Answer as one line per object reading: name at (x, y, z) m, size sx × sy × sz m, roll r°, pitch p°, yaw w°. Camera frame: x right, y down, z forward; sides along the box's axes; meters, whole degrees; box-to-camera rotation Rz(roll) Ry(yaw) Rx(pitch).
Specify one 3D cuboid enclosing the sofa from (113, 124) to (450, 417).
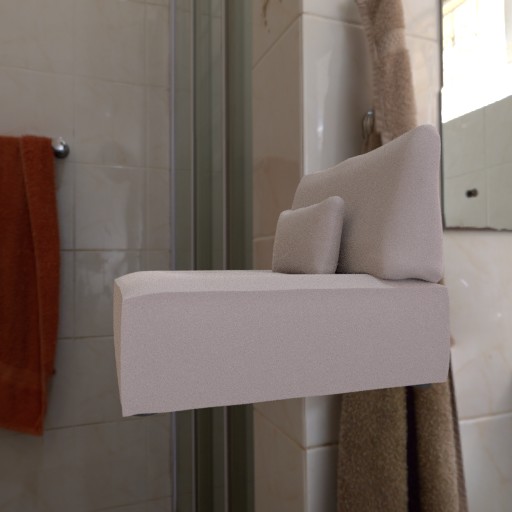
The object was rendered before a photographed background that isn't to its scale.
sofa at (0.000, 0.000, 1.661) m, size 1.000 × 0.828 × 0.935 m, roll 0°, pitch -1°, yaw -19°
